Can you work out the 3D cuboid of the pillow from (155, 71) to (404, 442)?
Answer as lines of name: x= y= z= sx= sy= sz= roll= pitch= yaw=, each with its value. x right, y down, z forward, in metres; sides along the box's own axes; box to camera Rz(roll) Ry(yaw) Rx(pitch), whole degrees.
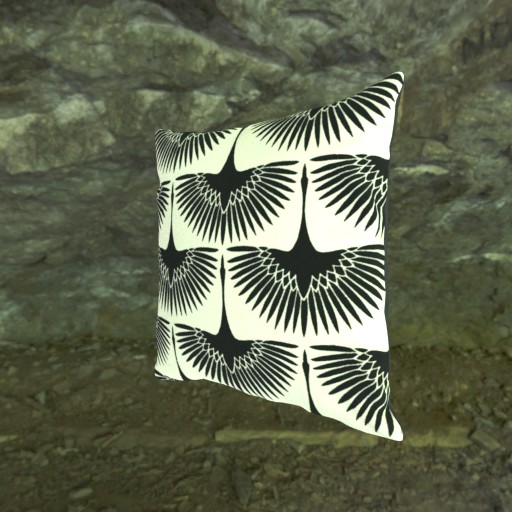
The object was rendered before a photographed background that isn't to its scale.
pillow: x=0.000 y=0.000 z=0.645 sx=0.432 sy=0.432 sz=0.139 roll=1 pitch=1 yaw=37
